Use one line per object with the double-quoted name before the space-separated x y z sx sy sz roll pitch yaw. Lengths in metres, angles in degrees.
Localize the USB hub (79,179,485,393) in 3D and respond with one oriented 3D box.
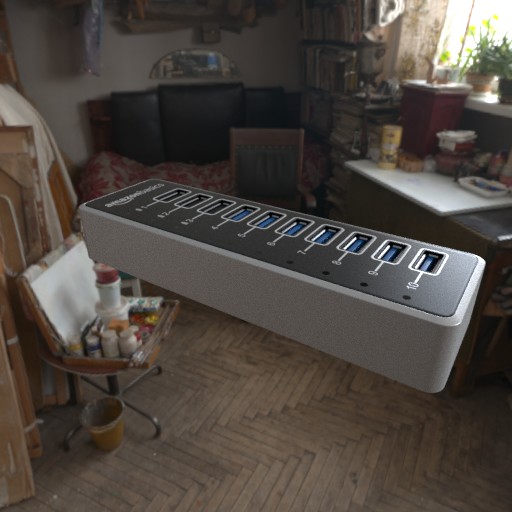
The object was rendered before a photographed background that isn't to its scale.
"USB hub" 0.000 0.000 0.163 0.145 0.023 0.044 17 32 29
